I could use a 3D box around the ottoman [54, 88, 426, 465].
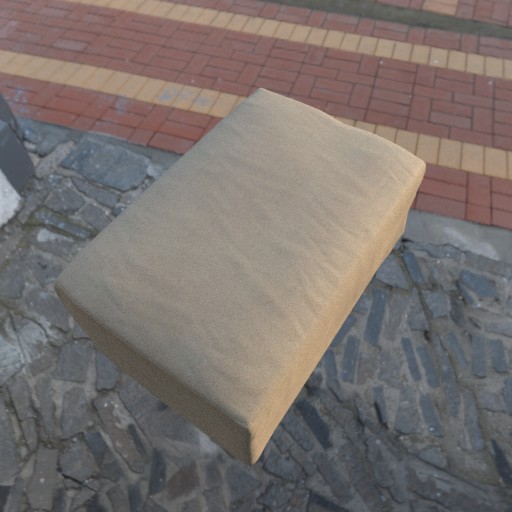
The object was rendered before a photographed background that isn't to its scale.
[{"bbox_3d":[0.000,0.000,1.227,0.590,0.444,0.872,30,62,18],"label":"ottoman"}]
